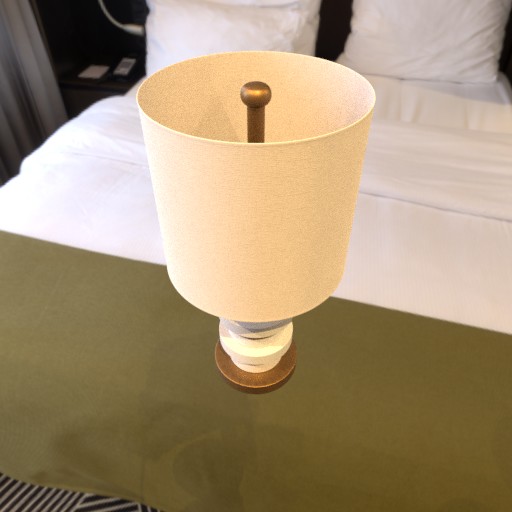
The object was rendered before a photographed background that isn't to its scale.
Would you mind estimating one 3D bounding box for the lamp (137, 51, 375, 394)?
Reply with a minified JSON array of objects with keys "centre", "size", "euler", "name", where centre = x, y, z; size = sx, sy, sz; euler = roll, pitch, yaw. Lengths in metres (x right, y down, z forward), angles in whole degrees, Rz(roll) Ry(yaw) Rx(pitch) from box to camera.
[{"centre":[0.000,0.000,0.529],"size":[0.210,0.410,0.210],"euler":[-11,43,-12],"name":"lamp"}]
